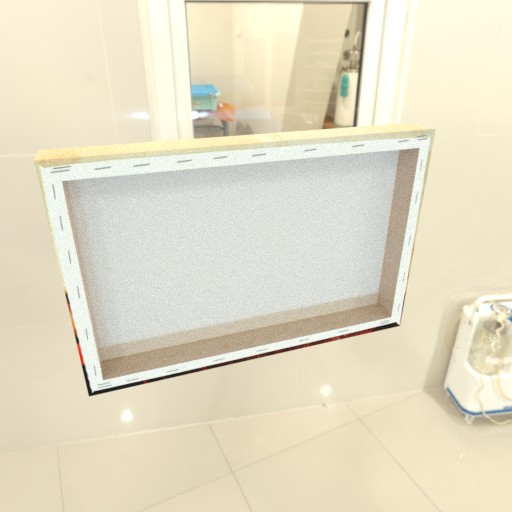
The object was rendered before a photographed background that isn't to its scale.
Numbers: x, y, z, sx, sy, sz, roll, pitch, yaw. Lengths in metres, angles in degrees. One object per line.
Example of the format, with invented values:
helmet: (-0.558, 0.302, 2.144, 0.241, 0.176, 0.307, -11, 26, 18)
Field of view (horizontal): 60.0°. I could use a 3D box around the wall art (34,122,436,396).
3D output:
wall art: (0.000, 0.000, 0.477, 0.383, 0.251, 0.037, -9, 29, -17)
